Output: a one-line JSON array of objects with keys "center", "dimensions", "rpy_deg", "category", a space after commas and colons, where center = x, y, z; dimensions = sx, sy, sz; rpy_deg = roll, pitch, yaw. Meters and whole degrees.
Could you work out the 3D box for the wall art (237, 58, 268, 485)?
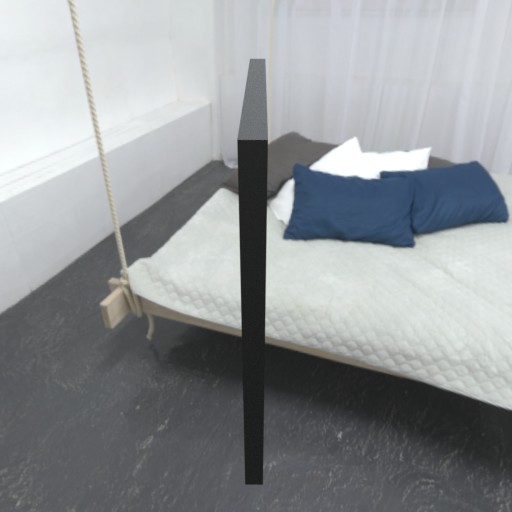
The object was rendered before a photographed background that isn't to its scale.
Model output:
[{"center": [0.000, 0.000, 0.521], "dimensions": [0.019, 0.381, 0.330], "rpy_deg": [0, 32, 1], "category": "wall art"}]
